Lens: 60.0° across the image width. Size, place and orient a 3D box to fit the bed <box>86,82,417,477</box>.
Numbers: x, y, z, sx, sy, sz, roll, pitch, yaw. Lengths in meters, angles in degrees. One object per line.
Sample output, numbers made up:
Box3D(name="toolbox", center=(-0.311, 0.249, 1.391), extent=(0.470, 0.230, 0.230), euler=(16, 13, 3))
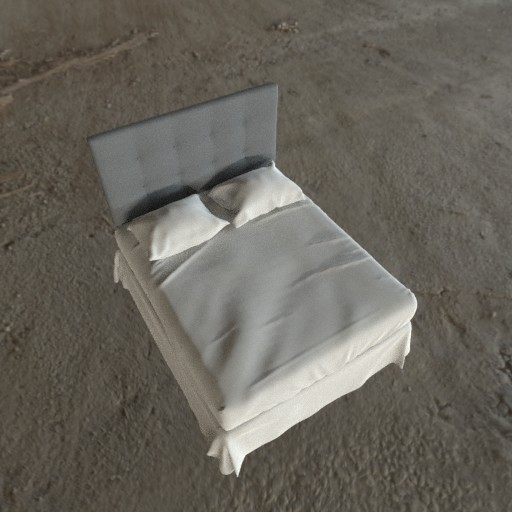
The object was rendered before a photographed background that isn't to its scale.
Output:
Box3D(name="bed", center=(0.000, 0.000, 3.461), extent=(1.936, 1.577, 2.222), euler=(-25, 52, -21))
